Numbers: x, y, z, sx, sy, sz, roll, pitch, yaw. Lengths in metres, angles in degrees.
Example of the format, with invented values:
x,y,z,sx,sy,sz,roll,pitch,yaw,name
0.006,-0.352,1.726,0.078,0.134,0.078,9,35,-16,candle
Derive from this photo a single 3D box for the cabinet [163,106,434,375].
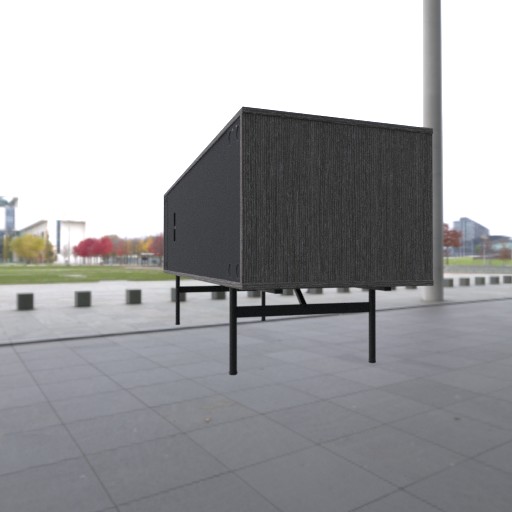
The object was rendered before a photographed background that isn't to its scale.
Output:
x,y,z,sx,sy,sz,roll,pitch,yaw,name
0.000,0.000,1.597,0.500,0.599,1.300,0,-1,-19,cabinet
